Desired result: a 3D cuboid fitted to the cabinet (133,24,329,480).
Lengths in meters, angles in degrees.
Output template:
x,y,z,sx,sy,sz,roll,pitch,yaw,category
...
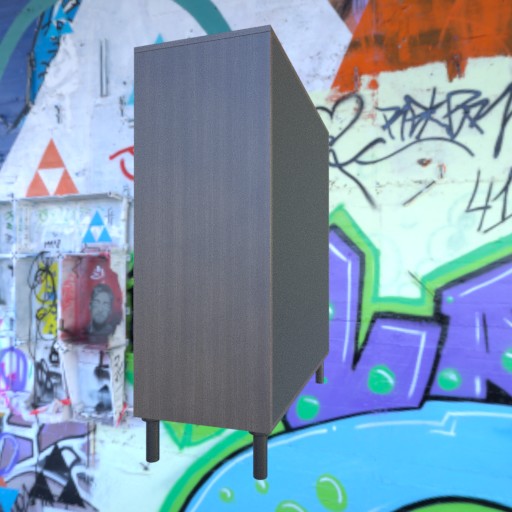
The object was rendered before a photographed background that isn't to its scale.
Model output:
x,y,z,sx,sy,sz,roll,pitch,yaw,category
0.000,0.000,1.665,0.400,1.170,1.010,0,0,18,cabinet
